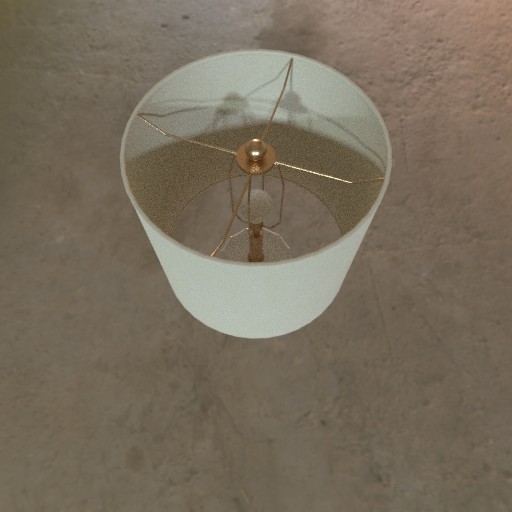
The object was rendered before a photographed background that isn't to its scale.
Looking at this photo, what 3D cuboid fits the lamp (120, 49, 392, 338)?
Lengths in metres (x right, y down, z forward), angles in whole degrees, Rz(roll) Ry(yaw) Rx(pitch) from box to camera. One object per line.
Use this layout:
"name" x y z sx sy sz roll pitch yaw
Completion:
"lamp" 0.000 0.000 0.696 0.277 0.537 0.277 -31 68 -14
